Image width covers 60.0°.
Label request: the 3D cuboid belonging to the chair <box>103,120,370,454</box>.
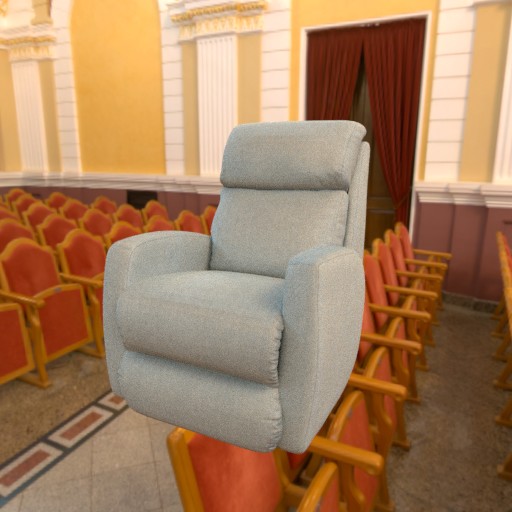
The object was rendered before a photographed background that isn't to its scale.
[{"bbox_3d":[0.000,0.000,1.679,0.794,1.016,0.940,7,15,26],"label":"chair"}]
